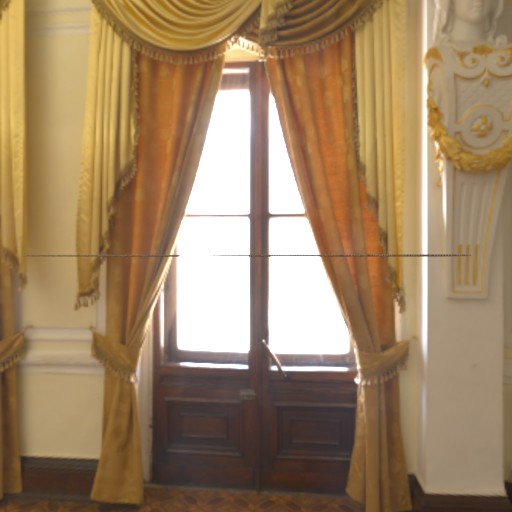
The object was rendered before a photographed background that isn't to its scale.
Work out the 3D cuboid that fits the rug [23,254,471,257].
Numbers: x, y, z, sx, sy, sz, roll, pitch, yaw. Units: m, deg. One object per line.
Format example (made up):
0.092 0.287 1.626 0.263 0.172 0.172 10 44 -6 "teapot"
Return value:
0.000 0.000 2.986 2.427 0.007 1.515 0 0 18 "rug"
